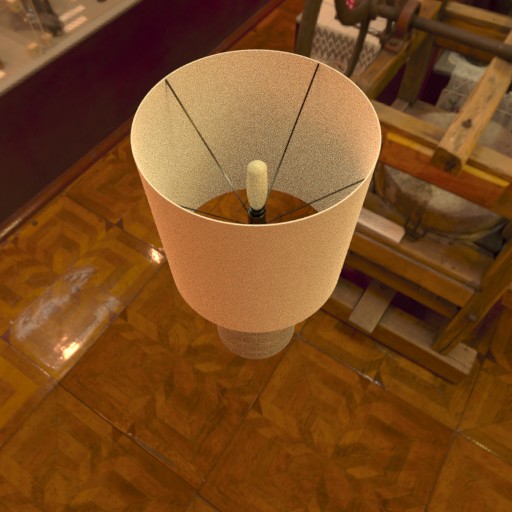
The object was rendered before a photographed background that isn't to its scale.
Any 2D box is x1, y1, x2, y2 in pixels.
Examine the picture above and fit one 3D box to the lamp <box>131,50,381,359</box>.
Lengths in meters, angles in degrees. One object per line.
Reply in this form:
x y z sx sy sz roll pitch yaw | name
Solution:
0.000 0.000 0.545 0.206 0.416 0.206 31 63 18 | lamp
